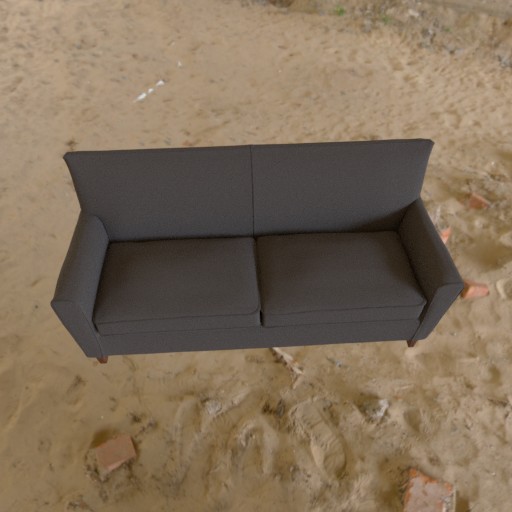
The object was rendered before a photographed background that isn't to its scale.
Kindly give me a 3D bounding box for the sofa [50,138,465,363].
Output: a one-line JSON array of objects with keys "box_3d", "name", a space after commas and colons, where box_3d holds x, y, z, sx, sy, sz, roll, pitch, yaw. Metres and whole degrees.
[{"box_3d": [0.000, 0.000, 2.457, 2.002, 0.907, 0.843, -3, 48, -2], "name": "sofa"}]
